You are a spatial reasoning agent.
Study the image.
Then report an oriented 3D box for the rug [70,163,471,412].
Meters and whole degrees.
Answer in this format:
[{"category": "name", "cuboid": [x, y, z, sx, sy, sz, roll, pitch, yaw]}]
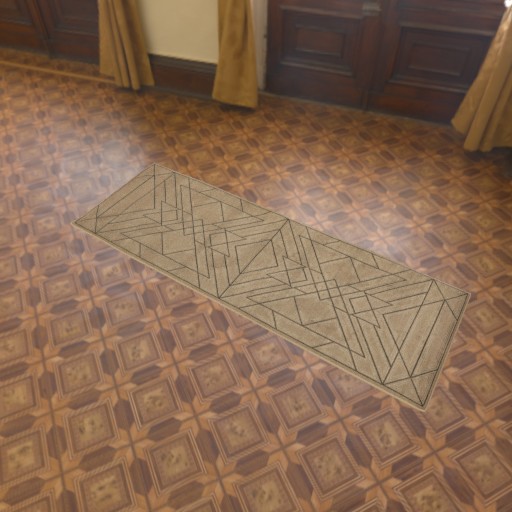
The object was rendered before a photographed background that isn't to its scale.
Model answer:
[{"category": "rug", "cuboid": [0.000, 0.000, 2.715, 2.381, 0.036, 0.831, 25, 52, 22]}]
